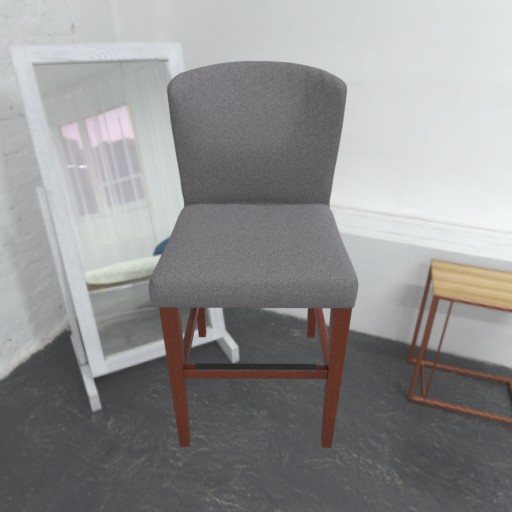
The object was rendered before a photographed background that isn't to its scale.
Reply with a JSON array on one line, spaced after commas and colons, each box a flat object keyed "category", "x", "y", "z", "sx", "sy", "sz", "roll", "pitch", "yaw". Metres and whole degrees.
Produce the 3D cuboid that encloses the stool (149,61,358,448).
[{"category": "stool", "x": 0.000, "y": 0.000, "z": 1.256, "sx": 0.481, "sy": 0.968, "sz": 0.568, "roll": 0, "pitch": 29, "yaw": 0}]
